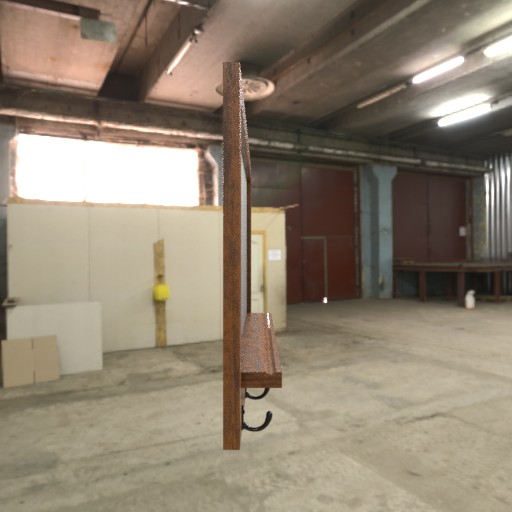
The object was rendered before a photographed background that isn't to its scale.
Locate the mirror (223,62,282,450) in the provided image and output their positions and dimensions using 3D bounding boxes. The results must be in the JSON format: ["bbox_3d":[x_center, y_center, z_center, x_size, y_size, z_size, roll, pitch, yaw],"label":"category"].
[{"bbox_3d":[0.000,0.000,0.990,0.084,0.537,0.758,0,0,1],"label":"mirror"}]
